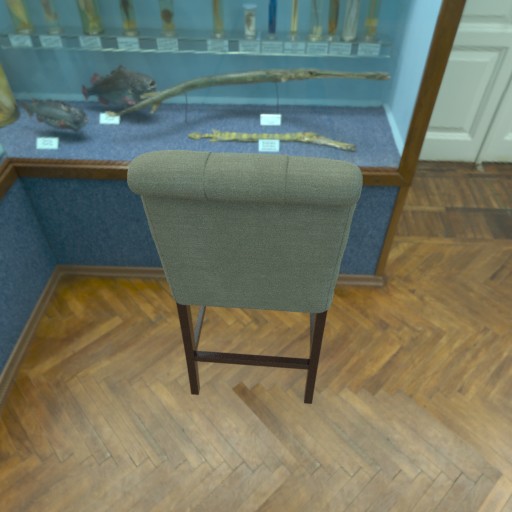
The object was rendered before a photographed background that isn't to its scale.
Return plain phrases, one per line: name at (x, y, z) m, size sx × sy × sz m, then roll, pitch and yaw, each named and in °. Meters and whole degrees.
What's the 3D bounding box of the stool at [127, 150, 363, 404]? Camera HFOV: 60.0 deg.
stool at (0.000, 0.000, 1.442) m, size 0.486 × 1.084 × 0.660 m, roll 3°, pitch 45°, yaw 3°
